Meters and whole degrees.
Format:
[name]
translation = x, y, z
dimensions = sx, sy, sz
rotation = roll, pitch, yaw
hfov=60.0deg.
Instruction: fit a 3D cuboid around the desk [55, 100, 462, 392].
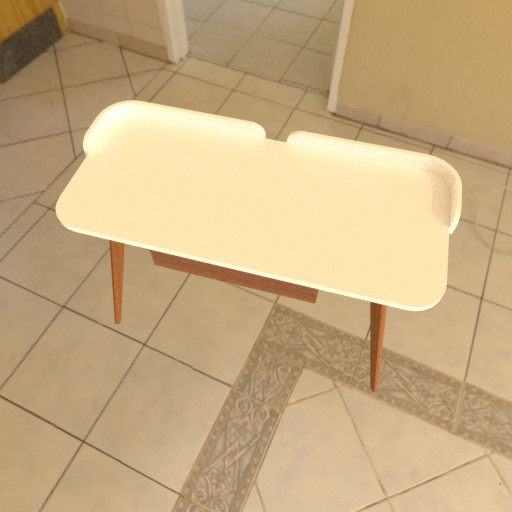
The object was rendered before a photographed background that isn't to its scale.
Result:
[desk]
translation = 0.000, 0.000, 1.683
dimensions = 1.206, 0.807, 0.534
rotation = 13, 58, 8
